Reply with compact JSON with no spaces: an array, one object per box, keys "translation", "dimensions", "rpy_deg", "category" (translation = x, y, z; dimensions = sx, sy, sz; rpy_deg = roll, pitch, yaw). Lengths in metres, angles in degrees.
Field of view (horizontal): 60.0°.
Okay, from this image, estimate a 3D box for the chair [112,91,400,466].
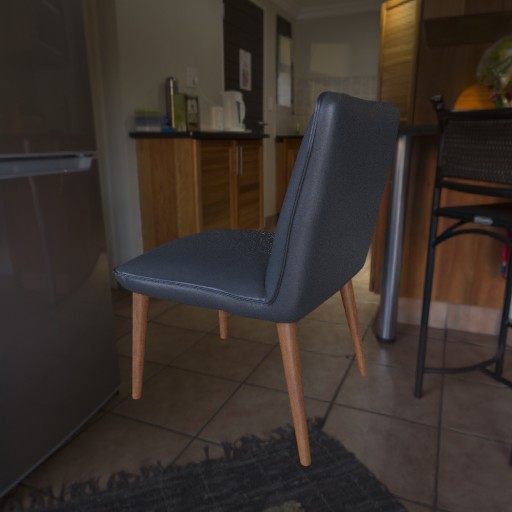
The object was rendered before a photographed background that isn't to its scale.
[{"translation":[0.000,0.000,1.213],"dimensions":[0.645,0.801,0.543],"rpy_deg":[7,17,25],"category":"chair"}]
